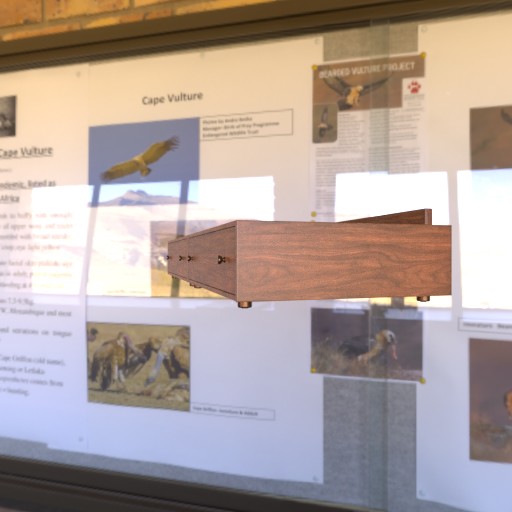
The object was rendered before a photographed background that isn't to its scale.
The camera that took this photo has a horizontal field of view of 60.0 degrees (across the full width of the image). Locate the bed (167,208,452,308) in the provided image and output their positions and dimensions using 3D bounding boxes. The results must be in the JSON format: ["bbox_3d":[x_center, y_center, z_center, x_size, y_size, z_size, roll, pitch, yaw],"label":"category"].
[{"bbox_3d":[0.000,0.000,2.400,0.787,0.326,2.057,0,0,-17],"label":"bed"}]
